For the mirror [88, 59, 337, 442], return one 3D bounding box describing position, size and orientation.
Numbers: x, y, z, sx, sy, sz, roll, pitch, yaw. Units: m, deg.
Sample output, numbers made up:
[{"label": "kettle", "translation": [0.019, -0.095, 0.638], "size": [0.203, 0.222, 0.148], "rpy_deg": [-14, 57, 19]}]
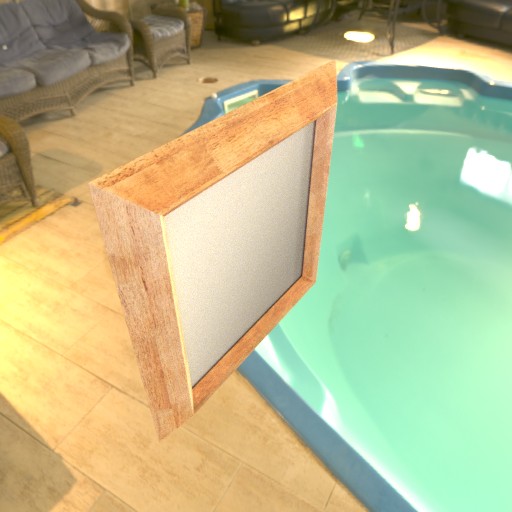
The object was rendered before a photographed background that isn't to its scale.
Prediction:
[{"label": "mirror", "translation": [0.000, 0.000, 0.955], "size": [0.047, 0.651, 0.651], "rpy_deg": [25, 46, 27]}]
